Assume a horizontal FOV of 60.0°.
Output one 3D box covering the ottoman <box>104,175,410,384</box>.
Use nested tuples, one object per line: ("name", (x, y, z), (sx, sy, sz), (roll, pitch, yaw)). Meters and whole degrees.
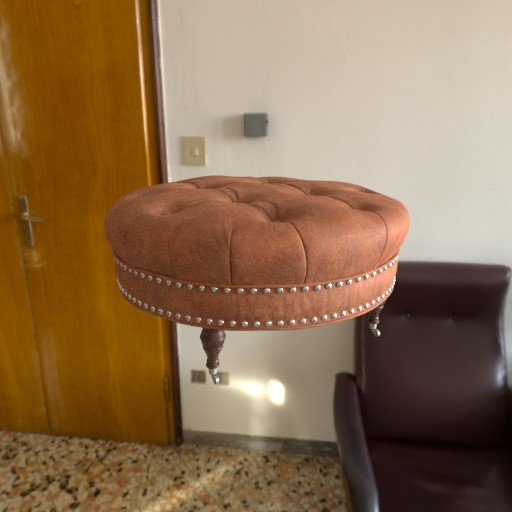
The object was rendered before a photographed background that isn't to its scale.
("ottoman", (0.000, 0.000, 1.399), (0.901, 0.444, 0.901), (0, 17, 0))
